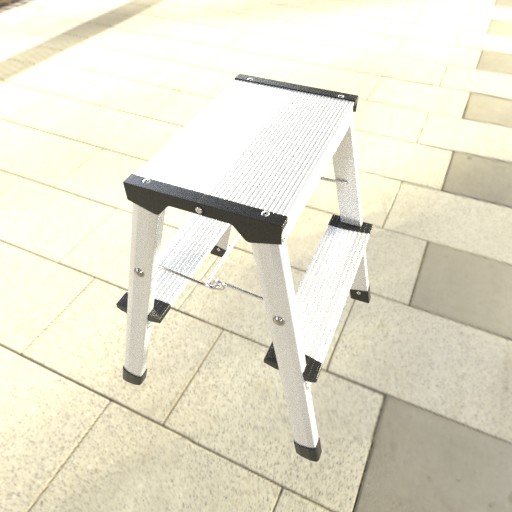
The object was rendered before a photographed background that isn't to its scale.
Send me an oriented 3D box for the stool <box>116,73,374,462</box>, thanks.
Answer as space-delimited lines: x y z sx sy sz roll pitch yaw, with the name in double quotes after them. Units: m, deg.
0.000 0.000 0.776 0.405 0.480 0.404 17 48 16 "stool"
